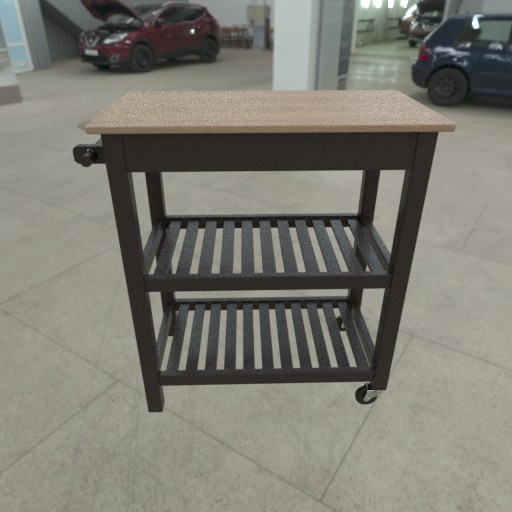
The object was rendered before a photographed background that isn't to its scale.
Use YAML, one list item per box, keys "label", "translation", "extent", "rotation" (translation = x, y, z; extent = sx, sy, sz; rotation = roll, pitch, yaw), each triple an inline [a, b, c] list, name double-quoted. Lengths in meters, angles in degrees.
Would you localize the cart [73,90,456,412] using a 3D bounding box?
- label: "cart"
  translation: [0.000, 0.000, 1.414]
  extent: [0.899, 0.927, 0.457]
  rotation: [-1, 30, -1]
